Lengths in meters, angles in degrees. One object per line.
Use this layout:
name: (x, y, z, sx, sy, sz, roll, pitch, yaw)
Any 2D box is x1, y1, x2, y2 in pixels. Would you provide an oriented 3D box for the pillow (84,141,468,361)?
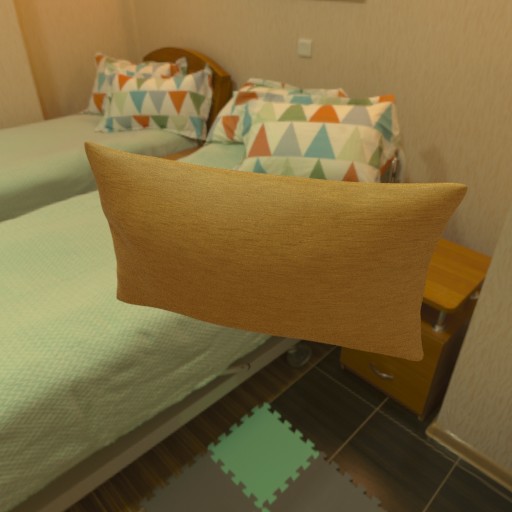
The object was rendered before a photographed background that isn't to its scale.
pillow: (0.000, 0.000, 0.789, 0.634, 0.354, 0.210, 9, 34, 14)
